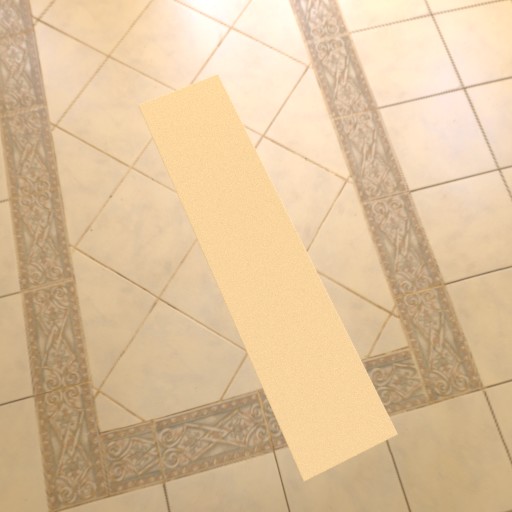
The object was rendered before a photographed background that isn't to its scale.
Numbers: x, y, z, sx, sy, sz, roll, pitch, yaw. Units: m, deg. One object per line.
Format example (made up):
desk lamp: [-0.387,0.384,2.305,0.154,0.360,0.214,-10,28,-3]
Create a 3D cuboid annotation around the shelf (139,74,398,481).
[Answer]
shelf: [0.000,0.000,0.663,0.140,0.020,0.610,-24,77,-6]
